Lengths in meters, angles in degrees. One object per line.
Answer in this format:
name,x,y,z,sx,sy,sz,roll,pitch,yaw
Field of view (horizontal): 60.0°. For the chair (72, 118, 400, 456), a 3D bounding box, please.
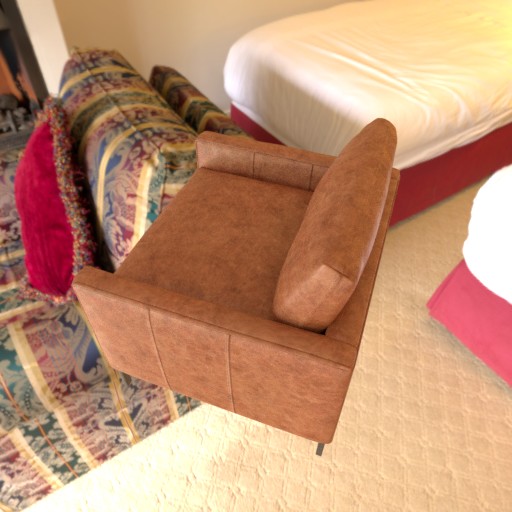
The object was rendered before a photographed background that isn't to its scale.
chair,0.000,0.000,1.643,0.862,0.869,0.967,15,47,14
